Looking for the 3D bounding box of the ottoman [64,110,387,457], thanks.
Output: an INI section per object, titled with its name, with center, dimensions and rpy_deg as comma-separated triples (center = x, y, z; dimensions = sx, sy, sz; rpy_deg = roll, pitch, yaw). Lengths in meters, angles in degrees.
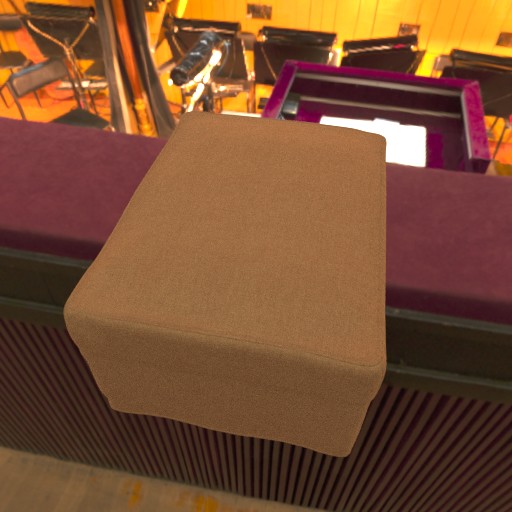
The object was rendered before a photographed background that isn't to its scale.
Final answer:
[ottoman]
center = 0.000, 0.000, 1.239
dimensions = 0.650, 0.485, 0.833
rpy_deg = 8, 47, 8
